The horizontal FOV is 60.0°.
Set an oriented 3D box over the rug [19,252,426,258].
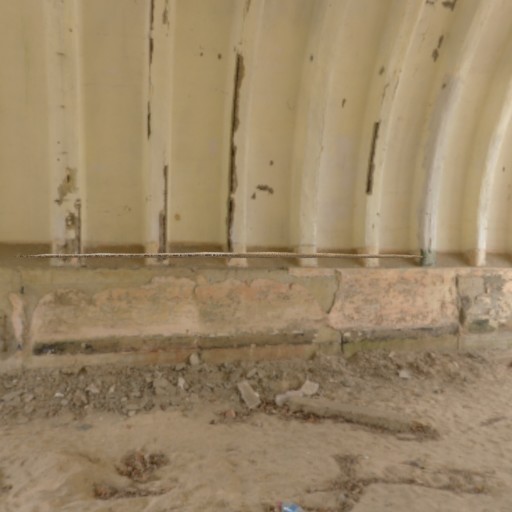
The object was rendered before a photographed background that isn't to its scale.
[{"bbox_3d":[0.000,0.000,2.959,1.529,0.027,2.434,0,0,37],"label":"rug"}]
